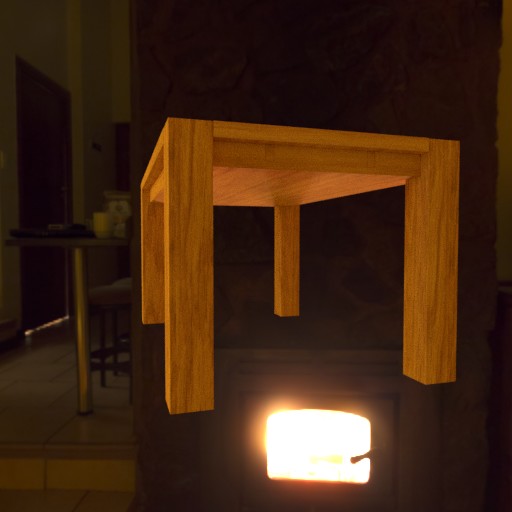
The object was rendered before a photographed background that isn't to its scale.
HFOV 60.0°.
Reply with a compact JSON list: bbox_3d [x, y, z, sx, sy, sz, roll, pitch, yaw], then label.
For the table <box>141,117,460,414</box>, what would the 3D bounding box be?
[{"bbox_3d":[0.000,0.000,1.930,0.900,0.760,1.400,-1,2,-17],"label":"table"}]
